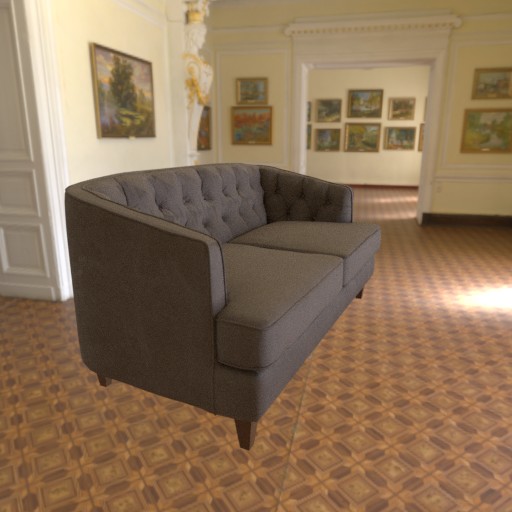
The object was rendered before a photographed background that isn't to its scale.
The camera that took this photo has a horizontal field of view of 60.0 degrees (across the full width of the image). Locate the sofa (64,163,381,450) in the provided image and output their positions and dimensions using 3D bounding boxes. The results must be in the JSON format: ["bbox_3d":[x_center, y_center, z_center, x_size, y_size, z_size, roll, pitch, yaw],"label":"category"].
[{"bbox_3d":[0.000,0.000,2.209,0.941,0.855,1.733,7,17,25],"label":"sofa"}]
